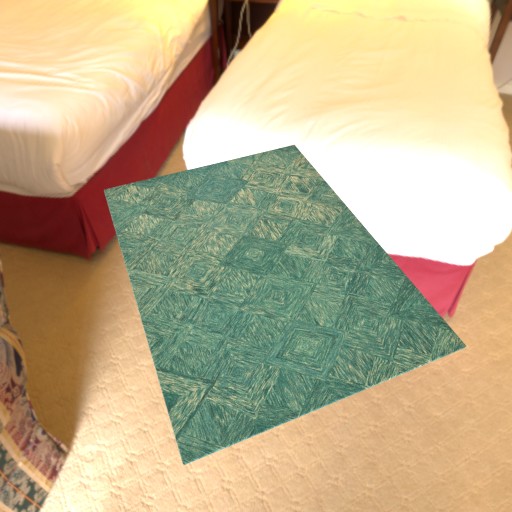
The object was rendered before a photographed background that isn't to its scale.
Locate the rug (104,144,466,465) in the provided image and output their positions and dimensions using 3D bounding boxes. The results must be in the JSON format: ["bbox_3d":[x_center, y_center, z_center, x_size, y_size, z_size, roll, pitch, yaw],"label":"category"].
[{"bbox_3d":[0.000,0.000,4.337,2.405,0.027,3.217,-17,49,-15],"label":"rug"}]
